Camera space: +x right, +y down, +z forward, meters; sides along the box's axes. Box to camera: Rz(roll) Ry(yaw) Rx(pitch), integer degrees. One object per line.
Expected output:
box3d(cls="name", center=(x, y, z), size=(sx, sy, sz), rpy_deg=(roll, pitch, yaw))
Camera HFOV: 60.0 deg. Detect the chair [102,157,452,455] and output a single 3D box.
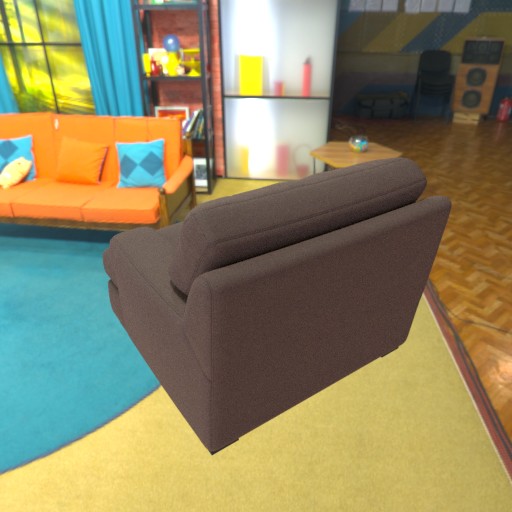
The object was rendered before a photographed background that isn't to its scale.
box3d(cls="chair", center=(0.000, 0.000, 2.010), size=(1.168, 0.940, 1.143), rpy_deg=(-19, 34, -30))
